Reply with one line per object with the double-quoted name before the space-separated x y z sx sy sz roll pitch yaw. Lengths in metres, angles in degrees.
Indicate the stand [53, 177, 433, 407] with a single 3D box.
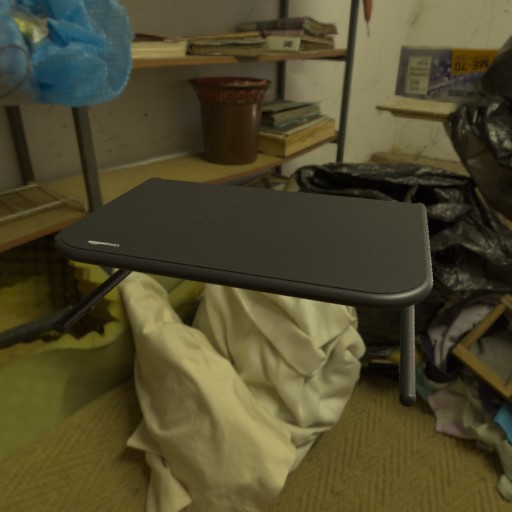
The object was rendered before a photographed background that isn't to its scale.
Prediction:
"stand" 0.000 0.000 0.521 0.370 0.108 0.280 8 28 15
